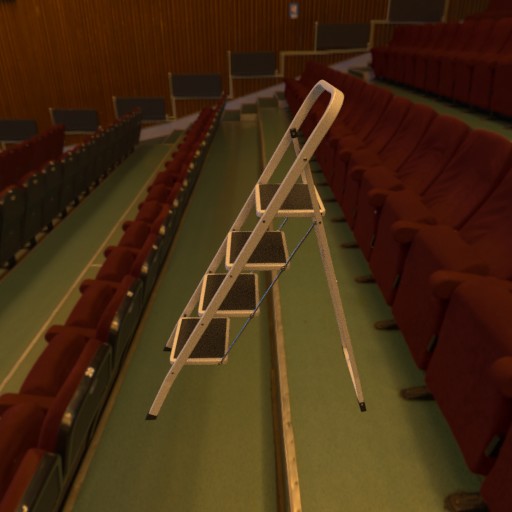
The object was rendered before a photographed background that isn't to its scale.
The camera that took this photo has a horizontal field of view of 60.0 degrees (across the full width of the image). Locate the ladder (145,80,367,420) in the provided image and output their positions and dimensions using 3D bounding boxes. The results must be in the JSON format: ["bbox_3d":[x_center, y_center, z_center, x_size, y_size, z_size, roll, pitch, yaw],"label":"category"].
[{"bbox_3d":[0.000,0.000,1.734,0.914,1.265,0.460,-1,27,-1],"label":"ladder"}]
